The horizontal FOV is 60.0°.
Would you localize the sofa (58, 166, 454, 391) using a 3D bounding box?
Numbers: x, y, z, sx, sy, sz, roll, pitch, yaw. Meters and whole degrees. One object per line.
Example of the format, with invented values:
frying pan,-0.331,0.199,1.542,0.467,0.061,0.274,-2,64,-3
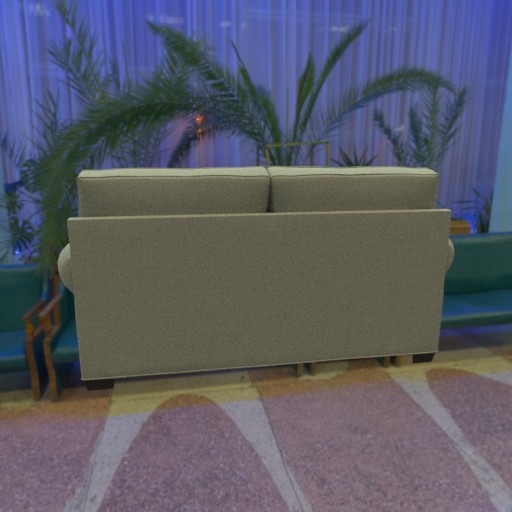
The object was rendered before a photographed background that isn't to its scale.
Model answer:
sofa,0.000,0.000,2.300,1.774,0.933,0.861,-2,14,-9
